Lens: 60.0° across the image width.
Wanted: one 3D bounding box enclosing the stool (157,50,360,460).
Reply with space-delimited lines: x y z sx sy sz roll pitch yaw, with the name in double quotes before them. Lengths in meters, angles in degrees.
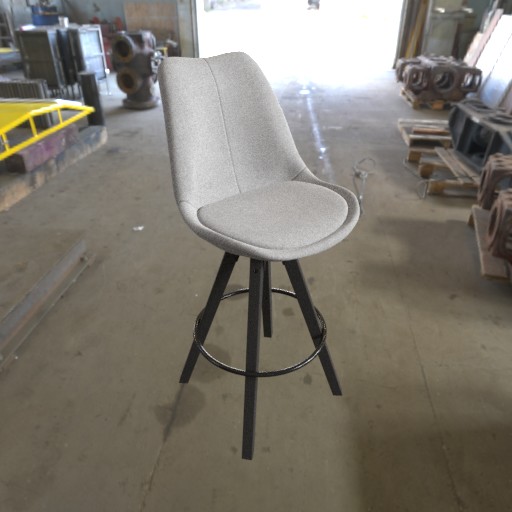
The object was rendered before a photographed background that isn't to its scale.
"stool" 0.000 0.000 1.388 0.485 1.115 0.550 -22 38 -32
